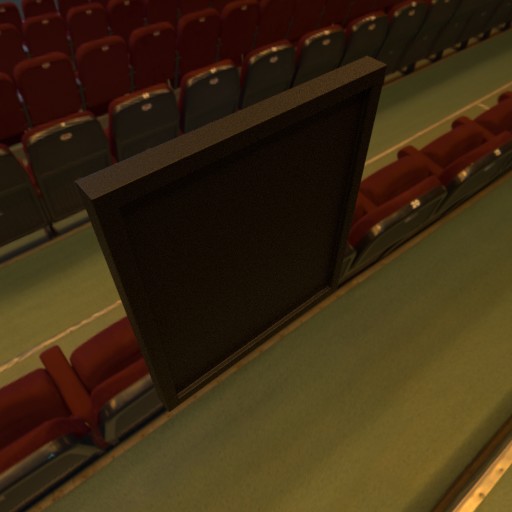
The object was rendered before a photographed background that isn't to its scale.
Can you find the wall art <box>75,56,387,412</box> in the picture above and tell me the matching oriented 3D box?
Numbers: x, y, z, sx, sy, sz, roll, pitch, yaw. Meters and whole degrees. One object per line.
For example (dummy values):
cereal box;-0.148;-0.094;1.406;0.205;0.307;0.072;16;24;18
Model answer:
wall art;0.000;0.000;0.535;0.328;0.381;0.028;-32;56;-25
